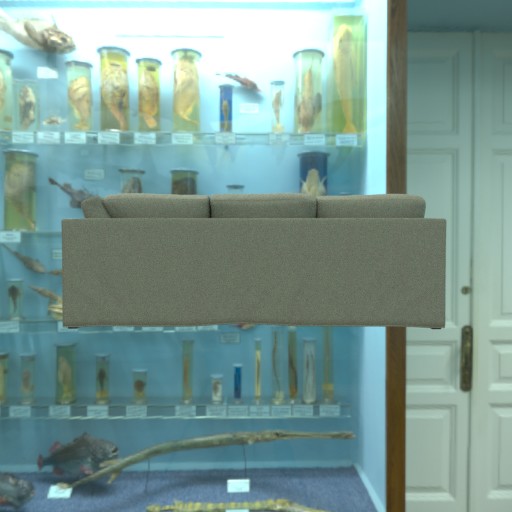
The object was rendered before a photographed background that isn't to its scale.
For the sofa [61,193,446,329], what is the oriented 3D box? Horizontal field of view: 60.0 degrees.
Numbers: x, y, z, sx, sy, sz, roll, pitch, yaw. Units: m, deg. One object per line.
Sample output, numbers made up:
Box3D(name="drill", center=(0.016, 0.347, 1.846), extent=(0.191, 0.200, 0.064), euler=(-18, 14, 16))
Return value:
Box3D(name="sofa", center=(0.000, 0.000, 4.489), extent=(2.427, 0.882, 3.460), euler=(0, 1, 0))
